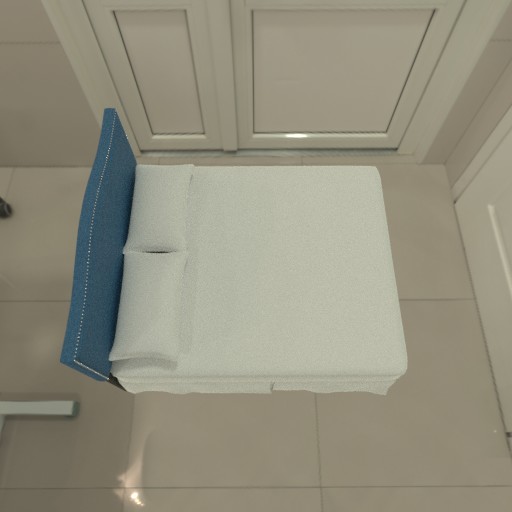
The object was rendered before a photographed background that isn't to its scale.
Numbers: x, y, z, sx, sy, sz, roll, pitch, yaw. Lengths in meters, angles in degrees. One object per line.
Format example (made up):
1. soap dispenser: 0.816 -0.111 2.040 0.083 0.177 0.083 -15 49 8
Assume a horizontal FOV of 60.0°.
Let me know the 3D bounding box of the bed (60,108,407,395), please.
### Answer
1. bed: 0.000 0.000 2.894 1.872 1.169 1.610 0 65 0
